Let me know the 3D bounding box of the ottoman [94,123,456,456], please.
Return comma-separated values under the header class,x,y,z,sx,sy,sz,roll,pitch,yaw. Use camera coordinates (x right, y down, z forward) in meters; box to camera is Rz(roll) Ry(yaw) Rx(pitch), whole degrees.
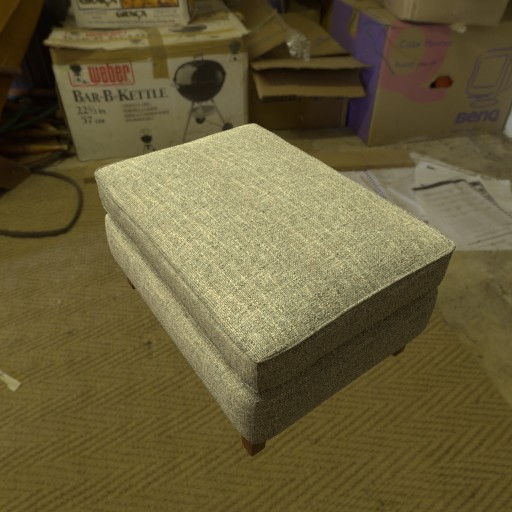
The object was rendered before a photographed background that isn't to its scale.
class,x,y,z,sx,sy,sz,roll,pitch,yaw
ottoman,0.000,0.000,1.018,0.508,0.406,0.686,-25,46,-26
